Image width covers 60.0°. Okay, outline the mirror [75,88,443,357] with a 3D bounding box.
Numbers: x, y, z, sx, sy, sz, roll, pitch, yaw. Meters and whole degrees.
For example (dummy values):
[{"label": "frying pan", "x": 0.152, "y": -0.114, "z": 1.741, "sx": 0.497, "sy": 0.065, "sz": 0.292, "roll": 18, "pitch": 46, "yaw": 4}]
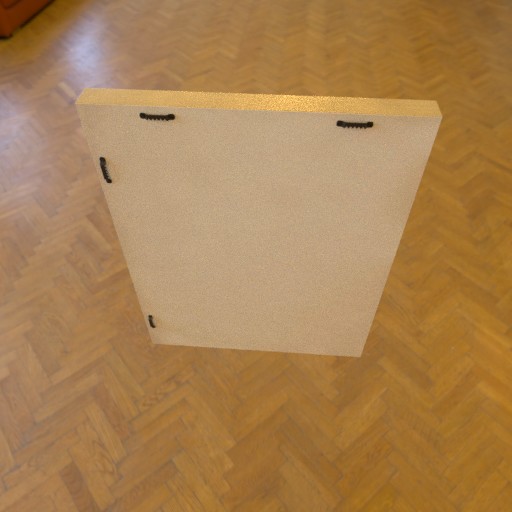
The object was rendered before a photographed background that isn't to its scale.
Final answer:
[{"label": "mirror", "x": 0.000, "y": 0.000, "z": 0.684, "sx": 0.406, "sy": 0.509, "sz": 0.041, "roll": 3, "pitch": 48, "yaw": 3}]
